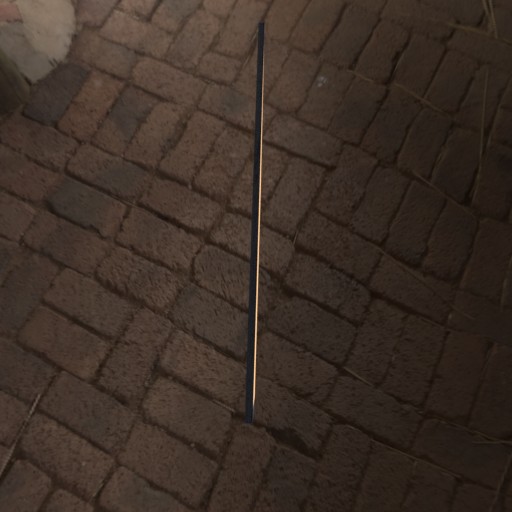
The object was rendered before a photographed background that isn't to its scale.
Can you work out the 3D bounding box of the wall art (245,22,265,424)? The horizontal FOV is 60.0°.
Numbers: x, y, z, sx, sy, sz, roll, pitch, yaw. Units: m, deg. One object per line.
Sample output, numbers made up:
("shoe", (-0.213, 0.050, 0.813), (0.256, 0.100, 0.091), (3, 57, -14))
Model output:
("wall art", (0.000, 0.000, 1.248), (0.013, 0.823, 0.823), (2, 74, 0))
